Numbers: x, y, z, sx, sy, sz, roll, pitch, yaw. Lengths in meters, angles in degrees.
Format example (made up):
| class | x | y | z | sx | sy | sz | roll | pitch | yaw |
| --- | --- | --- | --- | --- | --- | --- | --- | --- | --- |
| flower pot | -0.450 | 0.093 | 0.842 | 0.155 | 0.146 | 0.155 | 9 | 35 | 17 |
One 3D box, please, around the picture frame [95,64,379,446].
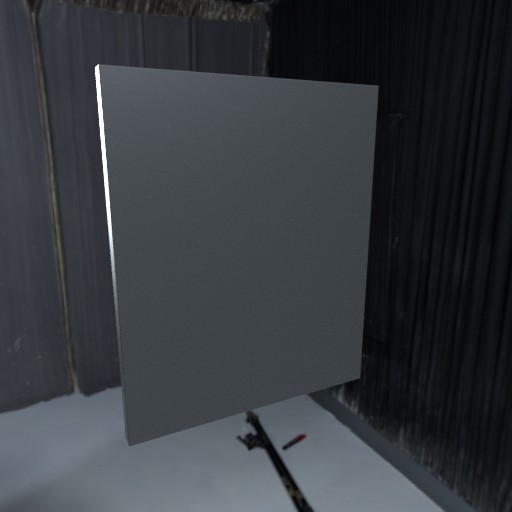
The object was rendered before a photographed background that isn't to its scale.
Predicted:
| class | x | y | z | sx | sy | sz | roll | pitch | yaw |
| --- | --- | --- | --- | --- | --- | --- | --- | --- | --- |
| picture frame | 0.000 | 0.000 | 0.740 | 0.460 | 0.556 | 0.028 | -7 | 16 | -26 |
